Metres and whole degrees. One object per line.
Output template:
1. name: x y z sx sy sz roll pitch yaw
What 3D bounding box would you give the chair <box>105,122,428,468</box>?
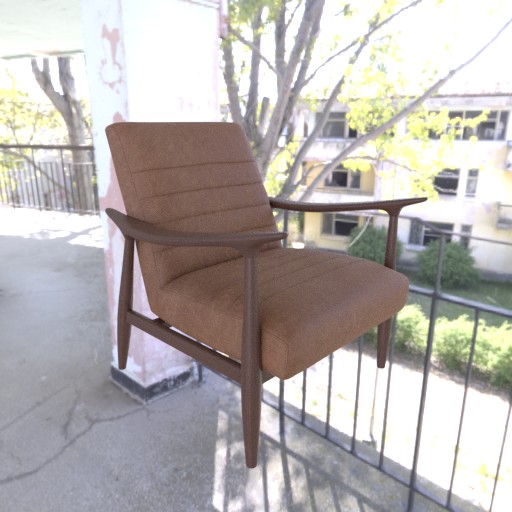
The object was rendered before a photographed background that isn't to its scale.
1. chair: 0.000 0.000 1.416 0.798 0.832 0.741 15 21 42
